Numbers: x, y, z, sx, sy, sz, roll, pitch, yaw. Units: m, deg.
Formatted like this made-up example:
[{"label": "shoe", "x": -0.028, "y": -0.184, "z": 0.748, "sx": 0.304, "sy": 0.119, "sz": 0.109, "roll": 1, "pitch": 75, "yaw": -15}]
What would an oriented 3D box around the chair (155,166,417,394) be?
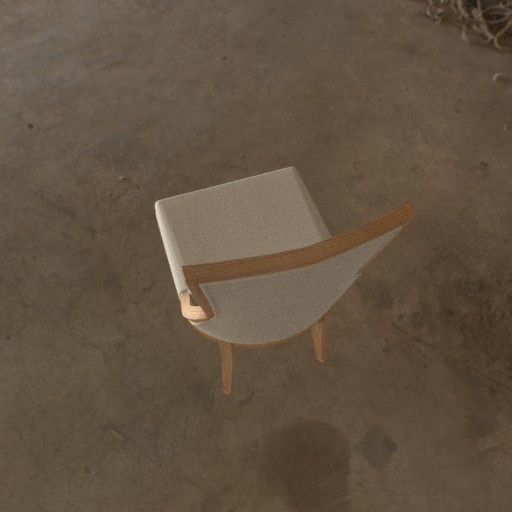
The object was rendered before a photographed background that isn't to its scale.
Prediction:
[{"label": "chair", "x": 0.000, "y": 0.000, "z": 1.350, "sx": 0.524, "sy": 0.947, "sz": 0.641, "roll": -16, "pitch": 59, "yaw": -10}]
